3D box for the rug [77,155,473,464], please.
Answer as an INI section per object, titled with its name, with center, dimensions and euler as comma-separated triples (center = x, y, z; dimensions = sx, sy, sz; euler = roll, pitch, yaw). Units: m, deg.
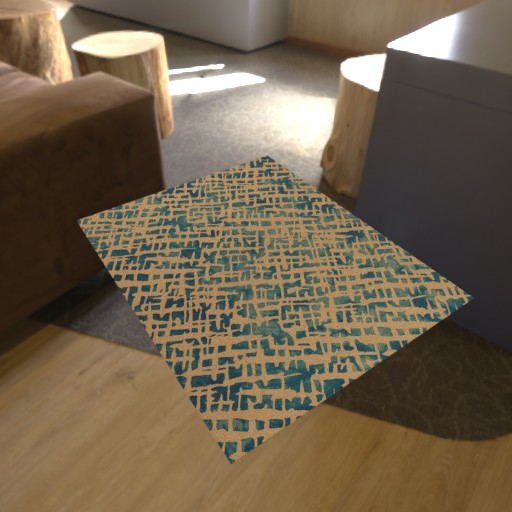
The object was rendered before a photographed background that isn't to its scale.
[rug]
center = 0.000, 0.000, 4.162
dimensions = 2.435, 0.007, 3.007
euler = -24, 47, -25
